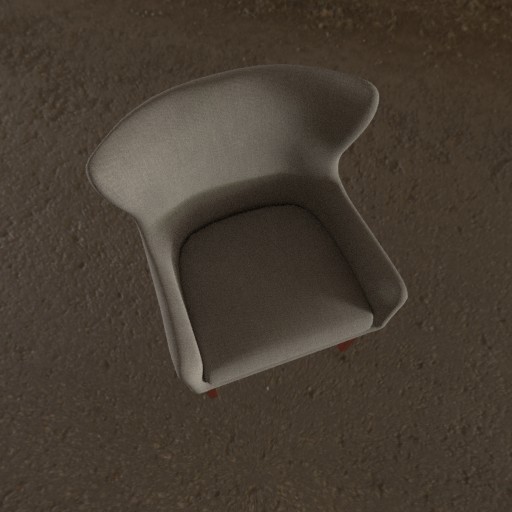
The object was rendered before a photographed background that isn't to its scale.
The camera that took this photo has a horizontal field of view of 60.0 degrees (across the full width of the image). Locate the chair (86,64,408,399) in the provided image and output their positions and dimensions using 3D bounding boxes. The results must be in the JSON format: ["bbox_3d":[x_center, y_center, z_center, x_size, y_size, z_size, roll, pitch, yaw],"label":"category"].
[{"bbox_3d":[0.000,0.000,1.416,0.732,0.948,0.677,-18,66,-8],"label":"chair"}]
